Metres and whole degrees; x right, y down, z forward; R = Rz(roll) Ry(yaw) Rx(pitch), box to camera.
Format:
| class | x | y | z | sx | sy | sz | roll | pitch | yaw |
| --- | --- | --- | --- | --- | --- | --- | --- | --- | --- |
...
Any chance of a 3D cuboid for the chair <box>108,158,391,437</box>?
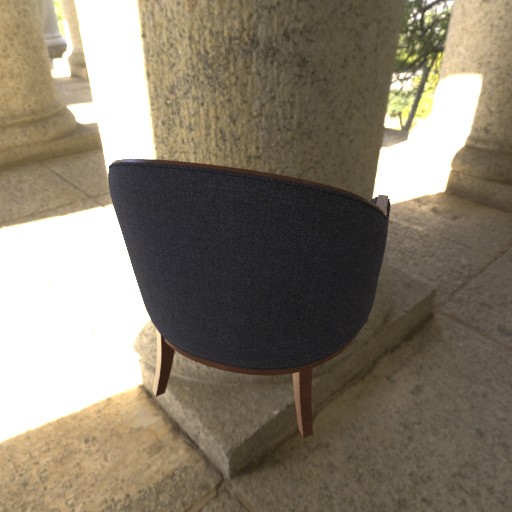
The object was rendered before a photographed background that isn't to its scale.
| class | x | y | z | sx | sy | sz | roll | pitch | yaw |
| --- | --- | --- | --- | --- | --- | --- | --- | --- | --- |
| chair | 0.000 | 0.000 | 1.468 | 0.803 | 0.876 | 0.735 | 10 | 33 | 15 |
